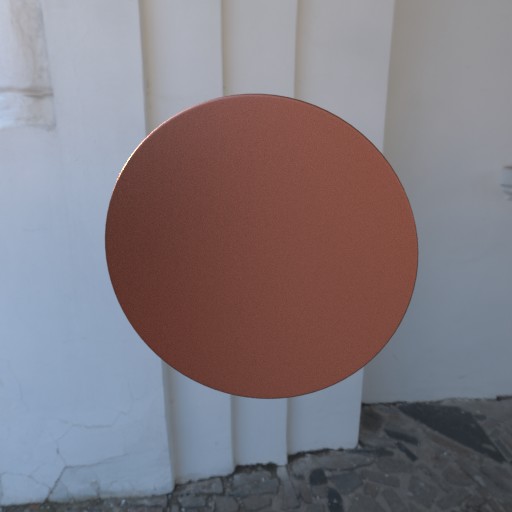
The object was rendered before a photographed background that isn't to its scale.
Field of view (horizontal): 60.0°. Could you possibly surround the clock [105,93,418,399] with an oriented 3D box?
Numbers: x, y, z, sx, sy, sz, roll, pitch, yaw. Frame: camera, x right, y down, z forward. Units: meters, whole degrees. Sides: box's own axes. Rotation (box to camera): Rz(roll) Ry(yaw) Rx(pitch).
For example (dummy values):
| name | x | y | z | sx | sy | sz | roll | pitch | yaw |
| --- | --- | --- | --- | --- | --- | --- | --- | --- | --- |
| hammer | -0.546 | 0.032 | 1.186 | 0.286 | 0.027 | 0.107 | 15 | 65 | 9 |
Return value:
| name | x | y | z | sx | sy | sz | roll | pitch | yaw |
| --- | --- | --- | --- | --- | --- | --- | --- | --- | --- |
| clock | 0.000 | 0.000 | 0.457 | 0.313 | 0.313 | 0.040 | 3 | 17 | 9 |
